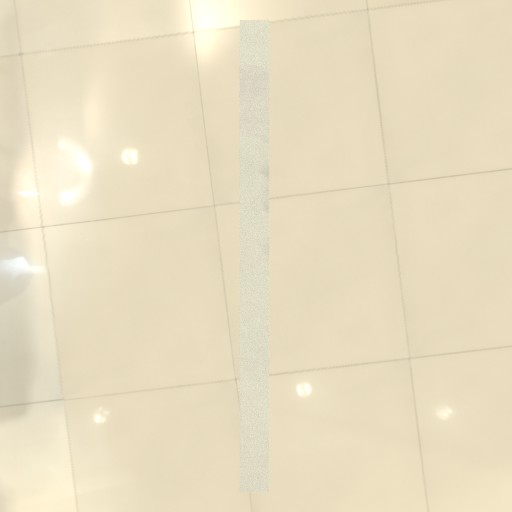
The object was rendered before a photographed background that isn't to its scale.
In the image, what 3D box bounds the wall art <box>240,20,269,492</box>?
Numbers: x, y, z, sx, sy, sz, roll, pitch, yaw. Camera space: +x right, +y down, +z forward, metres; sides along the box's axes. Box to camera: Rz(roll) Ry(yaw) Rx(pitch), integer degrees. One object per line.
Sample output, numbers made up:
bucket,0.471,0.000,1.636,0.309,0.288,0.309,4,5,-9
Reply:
wall art,0.000,0.000,0.775,0.038,0.407,0.609,0,90,1
